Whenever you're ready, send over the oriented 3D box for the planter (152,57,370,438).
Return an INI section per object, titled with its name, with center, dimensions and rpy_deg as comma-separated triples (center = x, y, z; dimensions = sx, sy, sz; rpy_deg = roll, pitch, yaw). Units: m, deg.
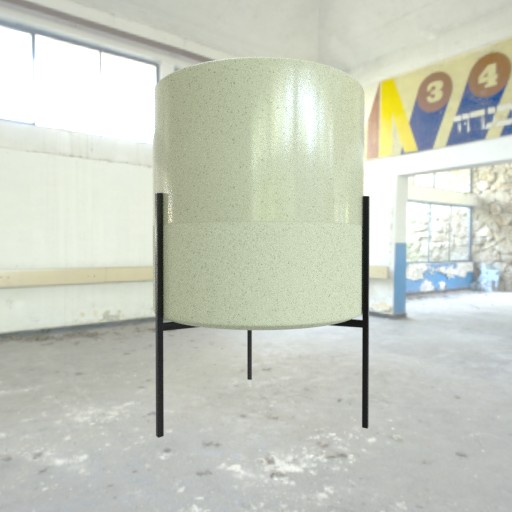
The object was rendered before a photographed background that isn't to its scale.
[planter]
center = 0.000, 0.000, 0.675
dimensions = 0.323, 0.475, 0.314
rpy_deg = -1, 1, -36
